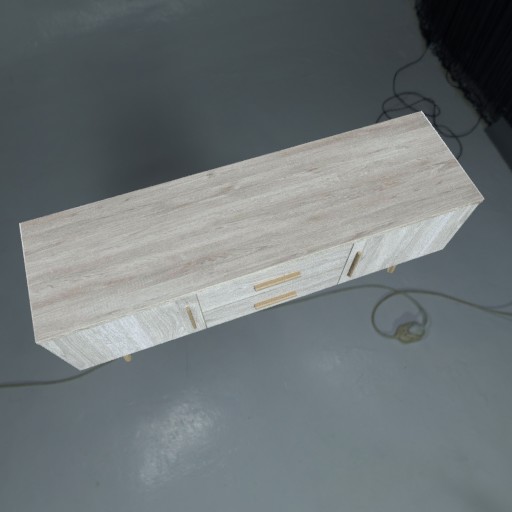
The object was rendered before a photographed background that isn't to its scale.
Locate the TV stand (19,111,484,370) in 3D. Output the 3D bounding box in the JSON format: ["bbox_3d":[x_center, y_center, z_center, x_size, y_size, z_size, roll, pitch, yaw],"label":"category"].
[{"bbox_3d":[0.000,0.000,1.549,1.313,0.565,0.401,-18,64,-9],"label":"TV stand"}]
